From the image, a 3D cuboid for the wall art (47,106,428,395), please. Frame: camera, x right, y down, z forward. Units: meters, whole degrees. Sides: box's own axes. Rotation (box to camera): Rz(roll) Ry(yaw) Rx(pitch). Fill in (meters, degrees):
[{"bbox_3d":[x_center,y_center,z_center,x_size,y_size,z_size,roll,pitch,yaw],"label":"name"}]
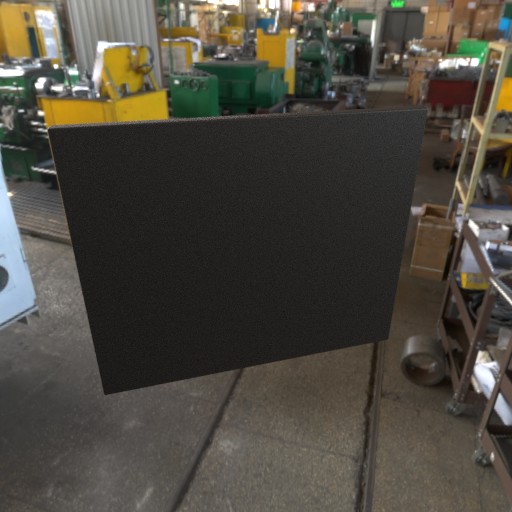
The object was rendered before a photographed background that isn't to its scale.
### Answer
[{"bbox_3d":[0.000,0.000,0.745,0.558,0.457,0.031,-8,29,-14],"label":"wall art"}]
